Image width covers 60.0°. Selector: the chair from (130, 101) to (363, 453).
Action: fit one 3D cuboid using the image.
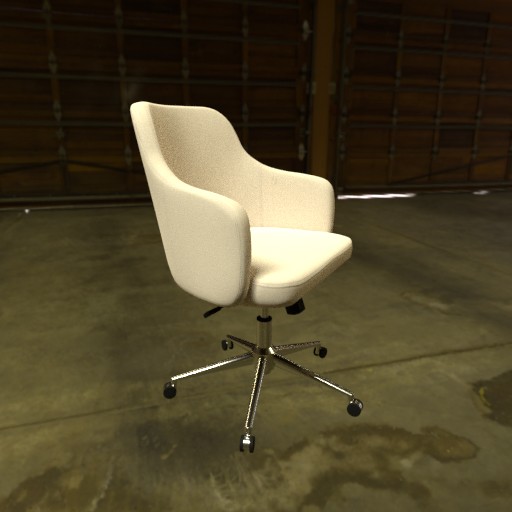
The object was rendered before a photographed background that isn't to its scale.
[{"bbox_3d":[0.000,0.000,1.242,0.647,0.819,0.602,8,17,27],"label":"chair"}]
